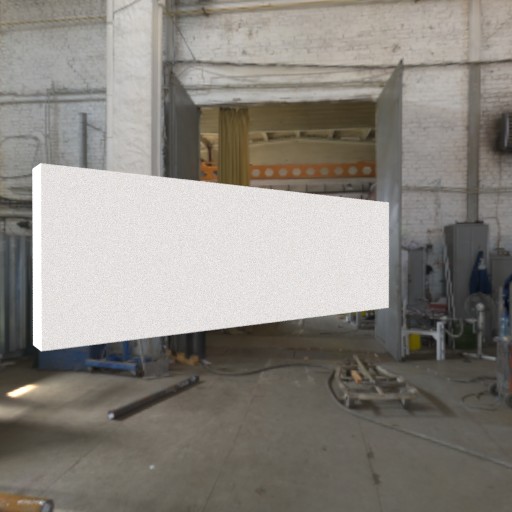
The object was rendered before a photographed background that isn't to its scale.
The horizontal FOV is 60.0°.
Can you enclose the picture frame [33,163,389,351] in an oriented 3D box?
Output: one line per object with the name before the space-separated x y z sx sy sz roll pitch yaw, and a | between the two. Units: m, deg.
picture frame | 0.000 0.000 0.840 0.759 0.250 0.050 0 1 -38
